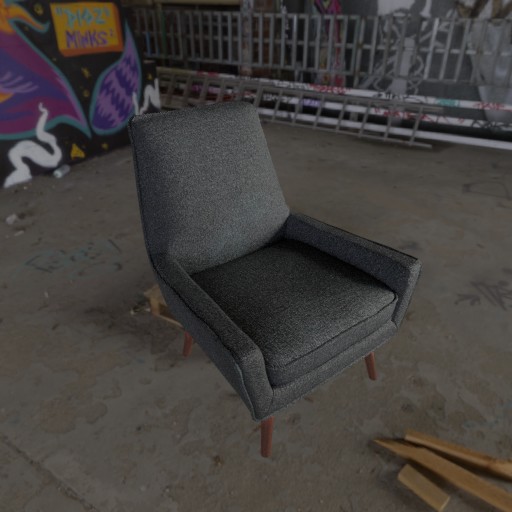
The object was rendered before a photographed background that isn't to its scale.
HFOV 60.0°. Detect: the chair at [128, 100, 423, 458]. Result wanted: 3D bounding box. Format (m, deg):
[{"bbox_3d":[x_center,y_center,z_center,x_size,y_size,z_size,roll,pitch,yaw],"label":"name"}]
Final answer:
[{"bbox_3d":[0.000,0.000,1.535,0.763,0.883,0.859,-22,36,-32],"label":"chair"}]
